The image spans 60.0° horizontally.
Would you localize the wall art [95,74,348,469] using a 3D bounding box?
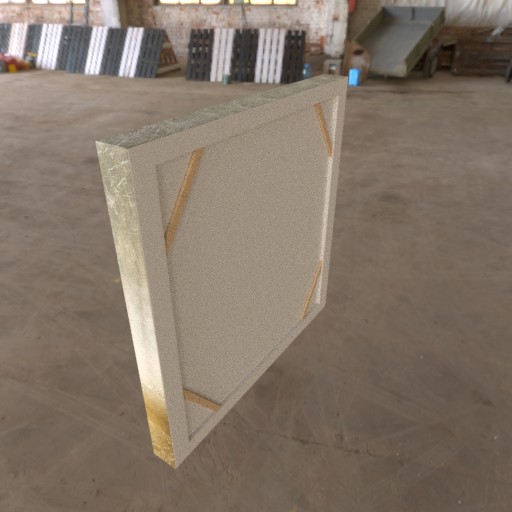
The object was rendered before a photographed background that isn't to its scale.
[{"bbox_3d":[0.000,0.000,0.600,0.038,0.407,0.405,20,36,29],"label":"wall art"}]
